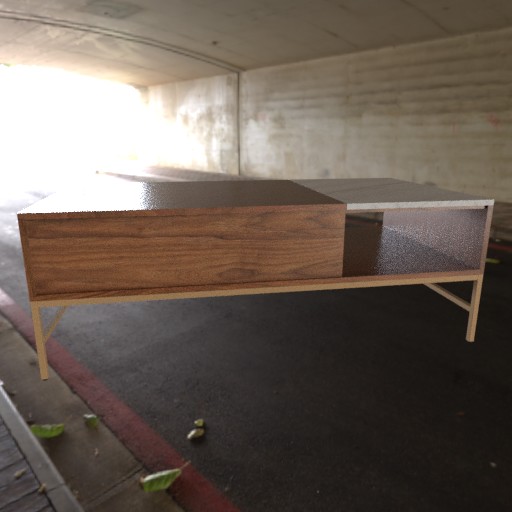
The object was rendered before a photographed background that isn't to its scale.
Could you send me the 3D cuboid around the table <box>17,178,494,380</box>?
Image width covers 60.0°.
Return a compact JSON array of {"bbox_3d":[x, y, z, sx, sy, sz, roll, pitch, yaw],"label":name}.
[{"bbox_3d":[0.000,0.000,1.868,1.553,0.551,0.789,-3,16,-10],"label":"table"}]
